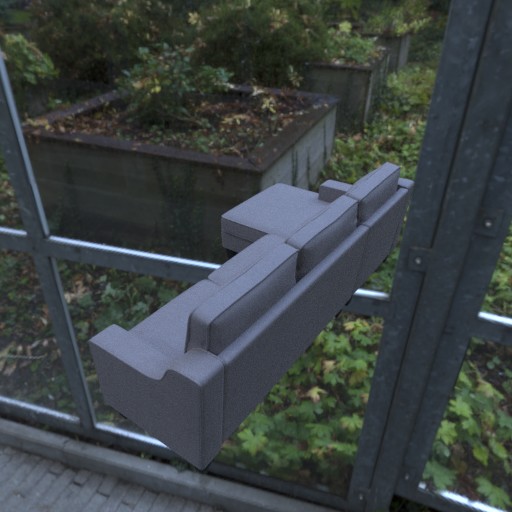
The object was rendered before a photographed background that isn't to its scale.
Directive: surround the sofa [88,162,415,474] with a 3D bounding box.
[{"bbox_3d":[0.000,0.000,3.084,1.294,0.928,2.561,21,37,29],"label":"sofa"}]
